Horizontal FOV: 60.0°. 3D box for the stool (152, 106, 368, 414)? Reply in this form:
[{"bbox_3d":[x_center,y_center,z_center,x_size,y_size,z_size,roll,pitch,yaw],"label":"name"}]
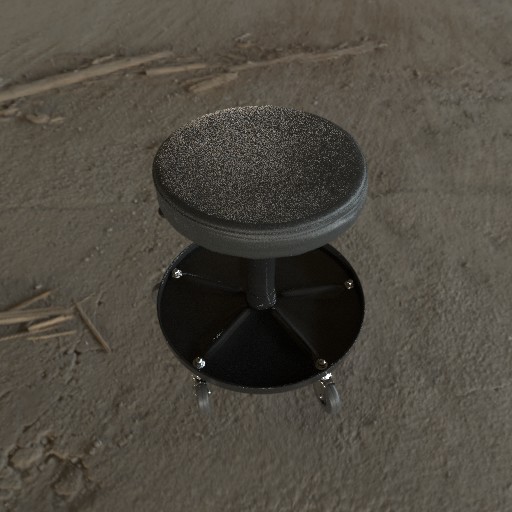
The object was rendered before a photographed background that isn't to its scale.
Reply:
[{"bbox_3d":[0.000,0.000,0.687,0.382,0.365,0.381,-3,47,-3],"label":"stool"}]
